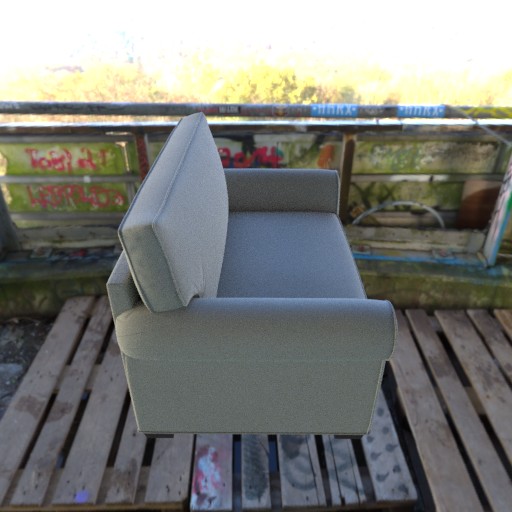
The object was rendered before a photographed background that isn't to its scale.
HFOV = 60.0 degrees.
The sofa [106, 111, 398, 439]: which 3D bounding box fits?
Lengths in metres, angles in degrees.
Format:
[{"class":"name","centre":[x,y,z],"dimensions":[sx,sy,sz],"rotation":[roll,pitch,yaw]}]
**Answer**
[{"class":"sofa","centre":[0.000,0.000,2.049],"dimensions":[0.937,1.006,1.405],"rotation":[0,32,0]}]
